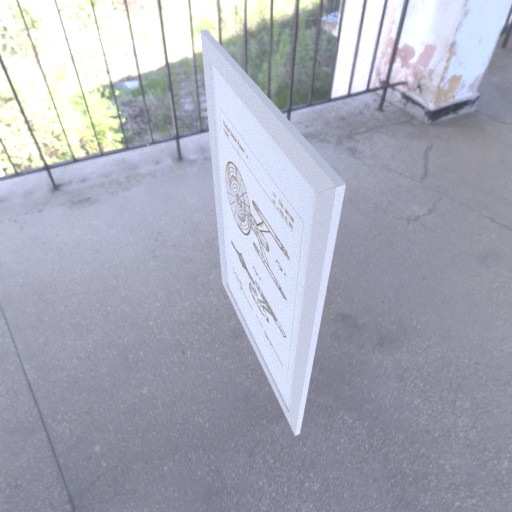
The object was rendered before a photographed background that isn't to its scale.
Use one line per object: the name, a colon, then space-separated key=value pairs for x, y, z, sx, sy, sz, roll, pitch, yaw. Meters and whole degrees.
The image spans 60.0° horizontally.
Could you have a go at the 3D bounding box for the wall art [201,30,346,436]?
wall art: x=0.000 y=0.000 z=0.838 sx=0.011 sy=0.659 sz=0.454 roll=-17 pitch=49 yaw=-15
